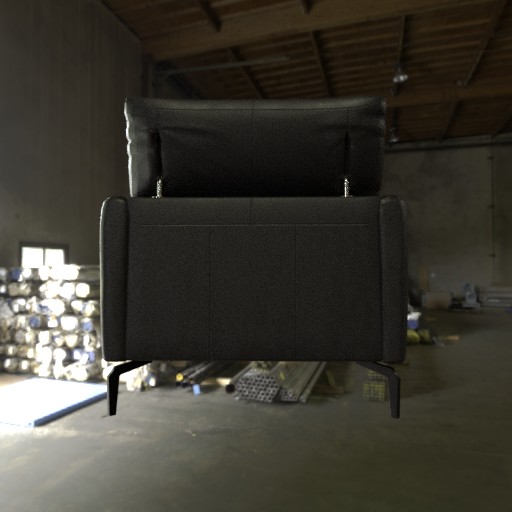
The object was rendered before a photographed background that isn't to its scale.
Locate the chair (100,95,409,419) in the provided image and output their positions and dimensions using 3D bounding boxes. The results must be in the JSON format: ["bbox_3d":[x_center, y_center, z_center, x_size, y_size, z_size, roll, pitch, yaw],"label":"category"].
[{"bbox_3d":[0.000,0.000,1.681,0.976,0.949,0.809,0,-2,2],"label":"chair"}]
